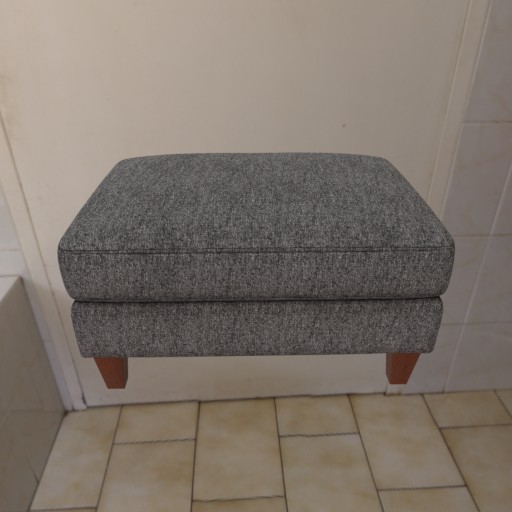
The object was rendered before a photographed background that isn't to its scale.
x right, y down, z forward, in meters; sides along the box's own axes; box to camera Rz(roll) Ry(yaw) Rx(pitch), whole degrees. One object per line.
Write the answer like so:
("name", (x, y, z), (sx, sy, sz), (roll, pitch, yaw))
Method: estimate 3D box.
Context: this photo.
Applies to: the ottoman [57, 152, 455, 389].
("ottoman", (0.000, 0.000, 1.237), (0.864, 0.483, 0.584), (-1, 31, -1))
